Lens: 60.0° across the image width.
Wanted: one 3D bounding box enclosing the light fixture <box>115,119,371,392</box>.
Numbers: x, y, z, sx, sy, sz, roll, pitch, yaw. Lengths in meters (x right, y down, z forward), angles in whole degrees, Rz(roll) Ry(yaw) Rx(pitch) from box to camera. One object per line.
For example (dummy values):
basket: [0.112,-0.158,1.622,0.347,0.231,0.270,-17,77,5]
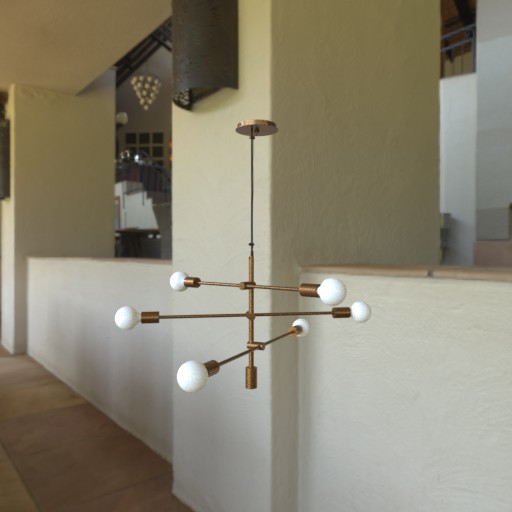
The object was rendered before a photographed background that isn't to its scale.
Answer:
light fixture: [0.000,0.000,1.256,0.682,0.744,0.637,0,0,-36]
